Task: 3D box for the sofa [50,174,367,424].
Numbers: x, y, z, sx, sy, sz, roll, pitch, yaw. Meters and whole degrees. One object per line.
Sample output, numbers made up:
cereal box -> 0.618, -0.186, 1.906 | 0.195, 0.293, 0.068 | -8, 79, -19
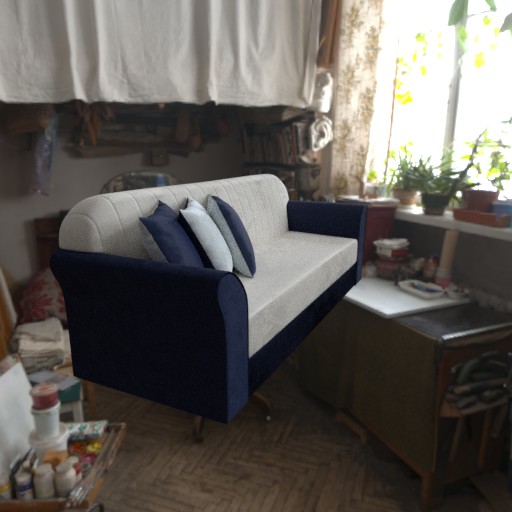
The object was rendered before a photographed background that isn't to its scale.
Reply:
sofa -> 0.000, 0.000, 2.422 | 0.749, 0.789, 2.006 | 7, 15, 26
